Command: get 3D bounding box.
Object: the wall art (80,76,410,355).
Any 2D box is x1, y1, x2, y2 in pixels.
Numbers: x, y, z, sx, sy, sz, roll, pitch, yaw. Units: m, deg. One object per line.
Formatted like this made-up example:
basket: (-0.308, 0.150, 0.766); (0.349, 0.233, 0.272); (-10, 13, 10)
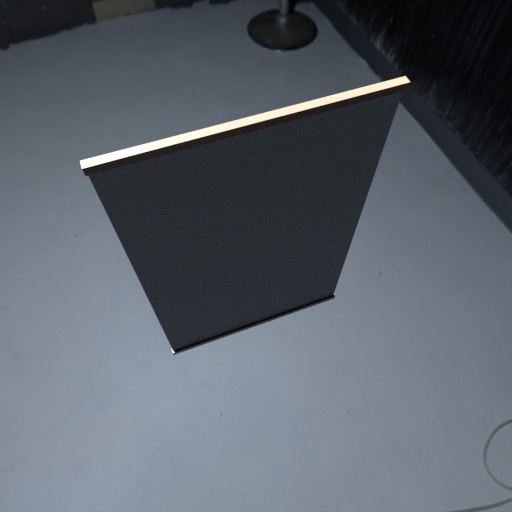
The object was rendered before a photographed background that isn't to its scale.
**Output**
wall art: (0.000, 0.000, 1.915); (0.990, 1.519, 0.030); (-18, 61, -10)
